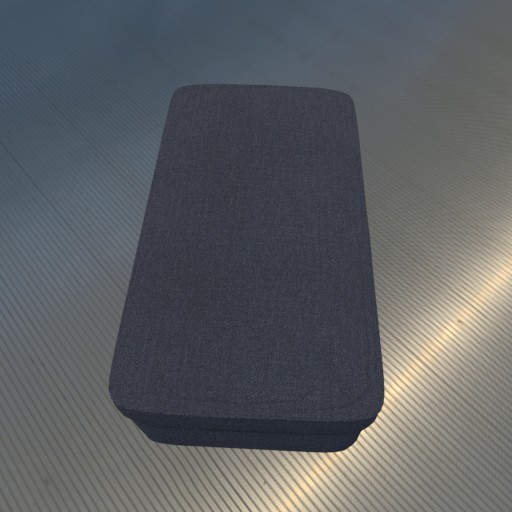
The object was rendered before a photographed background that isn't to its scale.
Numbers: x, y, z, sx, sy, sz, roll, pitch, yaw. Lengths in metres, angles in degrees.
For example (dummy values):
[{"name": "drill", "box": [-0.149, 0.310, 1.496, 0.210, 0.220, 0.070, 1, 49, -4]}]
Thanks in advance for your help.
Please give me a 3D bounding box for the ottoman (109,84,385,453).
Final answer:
[{"name": "ottoman", "box": [0.000, 0.000, 1.152, 0.505, 0.453, 0.895, 2, 58, 1]}]
